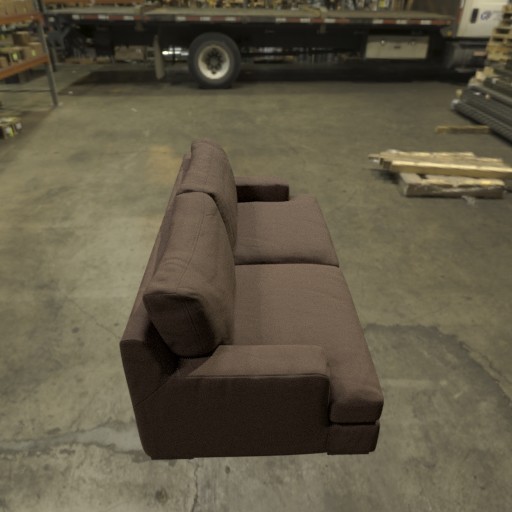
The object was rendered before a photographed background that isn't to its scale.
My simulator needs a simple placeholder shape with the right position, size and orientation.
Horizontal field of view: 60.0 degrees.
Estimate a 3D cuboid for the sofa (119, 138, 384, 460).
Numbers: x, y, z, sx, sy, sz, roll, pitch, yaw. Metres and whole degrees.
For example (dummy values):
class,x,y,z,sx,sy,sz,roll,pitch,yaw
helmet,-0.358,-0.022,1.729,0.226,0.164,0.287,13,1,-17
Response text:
class,x,y,z,sx,sy,sz,roll,pitch,yaw
sofa,0.000,0.000,2.834,1.140,0.950,2.274,-1,32,-1
